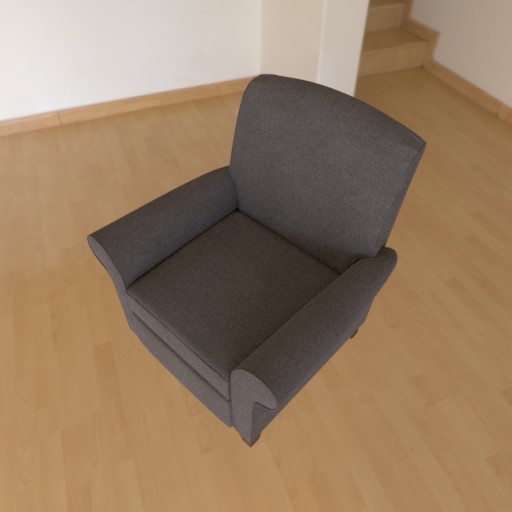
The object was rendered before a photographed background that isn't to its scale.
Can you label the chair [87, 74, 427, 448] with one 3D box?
[{"bbox_3d":[0.000,0.000,1.744,0.978,1.061,0.905,34,55,28],"label":"chair"}]
